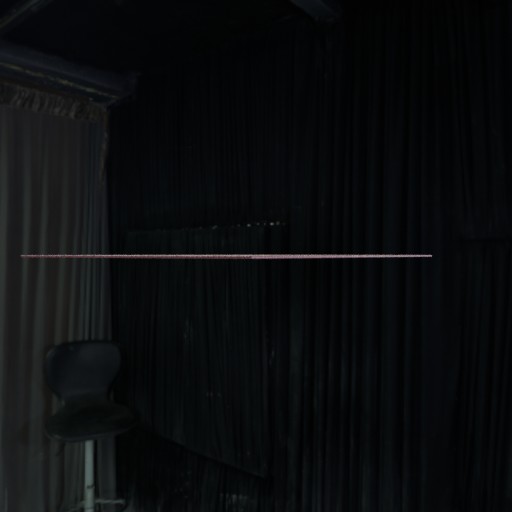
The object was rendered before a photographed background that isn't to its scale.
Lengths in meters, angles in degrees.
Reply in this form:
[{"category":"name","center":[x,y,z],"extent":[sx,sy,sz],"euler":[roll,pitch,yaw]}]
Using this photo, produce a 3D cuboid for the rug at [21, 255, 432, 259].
[{"category":"rug","center":[0.000,0.000,2.863],"extent":[1.599,0.011,2.210],"euler":[0,0,37]}]
